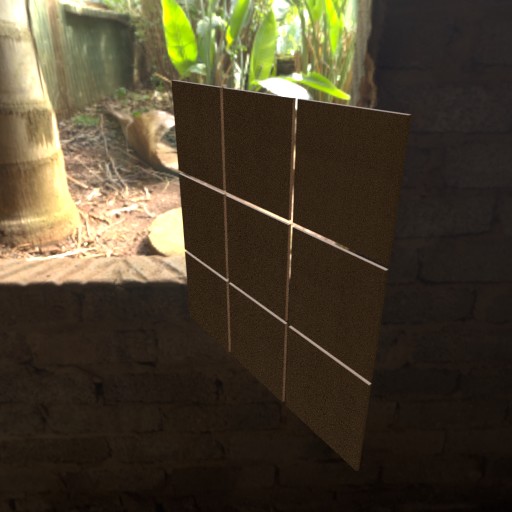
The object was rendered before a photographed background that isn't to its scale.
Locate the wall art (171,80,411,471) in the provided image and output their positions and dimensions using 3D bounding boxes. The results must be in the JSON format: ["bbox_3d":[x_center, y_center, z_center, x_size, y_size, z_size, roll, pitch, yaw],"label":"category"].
[{"bbox_3d":[0.000,0.000,1.749,0.013,1.218,1.219,-18,31,-32],"label":"wall art"}]
